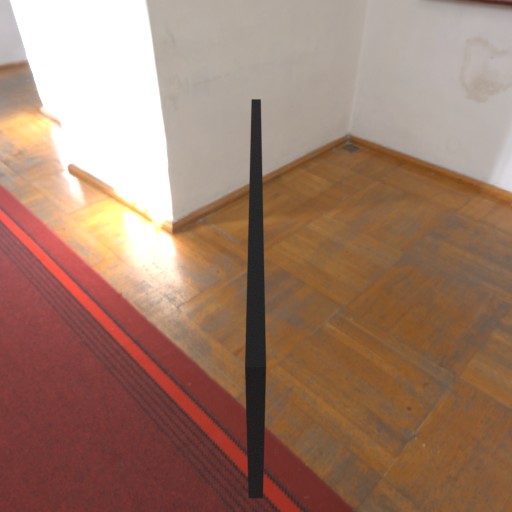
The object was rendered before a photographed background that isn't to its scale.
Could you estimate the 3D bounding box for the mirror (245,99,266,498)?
[{"bbox_3d":[0.000,0.000,1.798,0.047,0.692,1.584,0,40,0],"label":"mirror"}]
